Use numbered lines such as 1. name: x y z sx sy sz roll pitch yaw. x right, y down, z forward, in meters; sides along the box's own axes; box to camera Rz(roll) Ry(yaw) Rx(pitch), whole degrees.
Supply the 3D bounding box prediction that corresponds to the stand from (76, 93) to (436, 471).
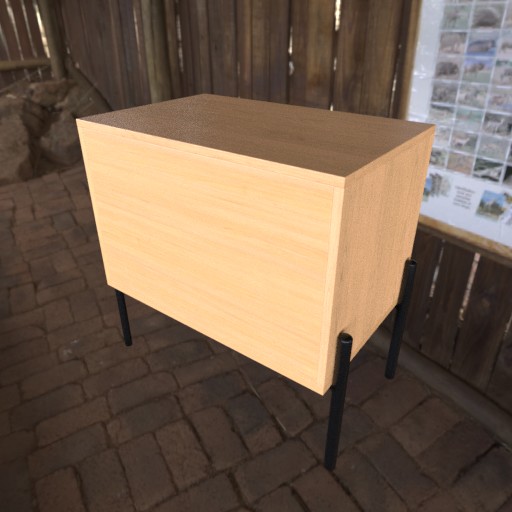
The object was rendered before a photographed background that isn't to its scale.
1. stand: 0.000 0.000 1.002 0.630 0.600 0.400 20 35 31
